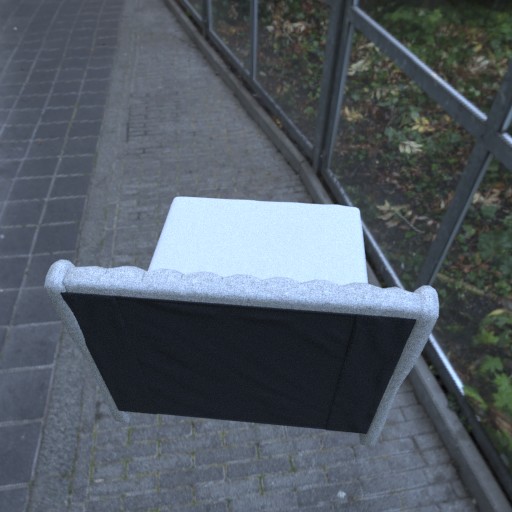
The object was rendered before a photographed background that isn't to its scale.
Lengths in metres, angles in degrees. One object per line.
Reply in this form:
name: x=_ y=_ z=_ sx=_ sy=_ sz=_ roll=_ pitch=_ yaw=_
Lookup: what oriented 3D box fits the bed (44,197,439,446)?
bed: x=0.000 y=0.000 z=3.786 sx=2.219 sy=1.771 sz=2.347 roll=4 pitch=46 yaw=4
